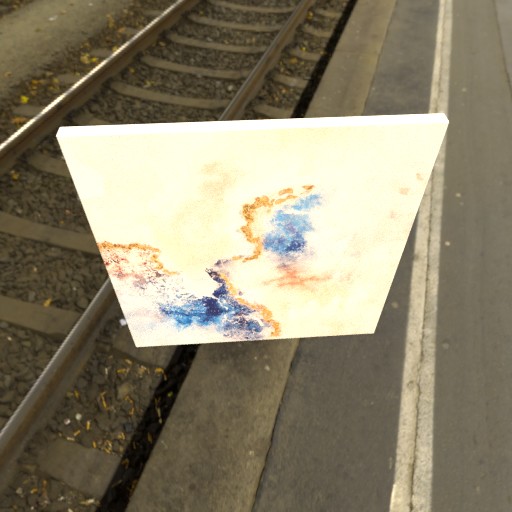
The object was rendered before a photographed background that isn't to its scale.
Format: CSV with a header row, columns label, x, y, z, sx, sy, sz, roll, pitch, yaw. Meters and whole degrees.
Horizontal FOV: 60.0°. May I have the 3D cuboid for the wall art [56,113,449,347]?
label,x,y,z,sx,sy,sz,roll,pitch,yaw
wall art,0.000,0.000,1.338,0.889,0.889,0.038,-3,47,-3
